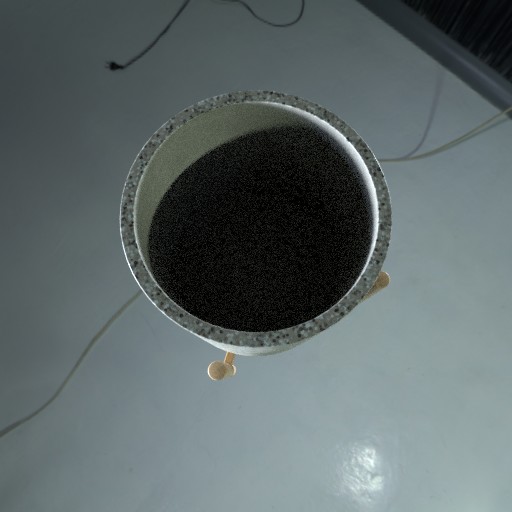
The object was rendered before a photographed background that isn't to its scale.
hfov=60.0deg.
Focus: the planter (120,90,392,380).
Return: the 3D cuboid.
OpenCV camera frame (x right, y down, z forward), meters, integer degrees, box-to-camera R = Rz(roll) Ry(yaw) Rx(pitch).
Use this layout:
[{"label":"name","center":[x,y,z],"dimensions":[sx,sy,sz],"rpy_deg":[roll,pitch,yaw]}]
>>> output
[{"label":"planter","center":[0.000,0.000,0.696],"dimensions":[0.360,0.419,0.360],"rpy_deg":[38,79,9]}]
